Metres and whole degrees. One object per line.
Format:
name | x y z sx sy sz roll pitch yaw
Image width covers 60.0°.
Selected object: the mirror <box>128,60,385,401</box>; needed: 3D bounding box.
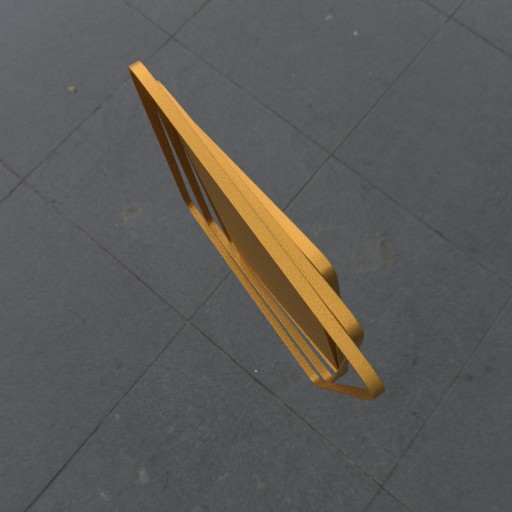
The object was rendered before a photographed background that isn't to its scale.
mirror | 0.000 0.000 0.686 0.045 0.468 0.470 -35 78 -8
